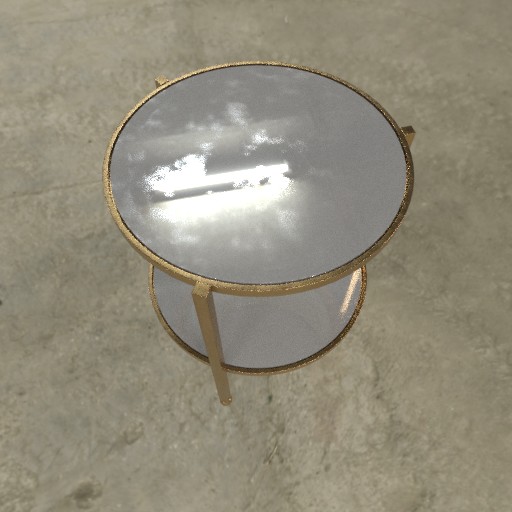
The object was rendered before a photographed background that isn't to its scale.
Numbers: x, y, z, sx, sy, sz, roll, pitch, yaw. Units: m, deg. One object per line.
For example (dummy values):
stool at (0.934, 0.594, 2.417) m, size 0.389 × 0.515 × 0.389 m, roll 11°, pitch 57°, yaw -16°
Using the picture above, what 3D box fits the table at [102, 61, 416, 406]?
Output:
table at (0.000, 0.000, 0.445) m, size 0.231 × 0.269 × 0.243 m, roll 15°, pitch 59°, yaw 9°
